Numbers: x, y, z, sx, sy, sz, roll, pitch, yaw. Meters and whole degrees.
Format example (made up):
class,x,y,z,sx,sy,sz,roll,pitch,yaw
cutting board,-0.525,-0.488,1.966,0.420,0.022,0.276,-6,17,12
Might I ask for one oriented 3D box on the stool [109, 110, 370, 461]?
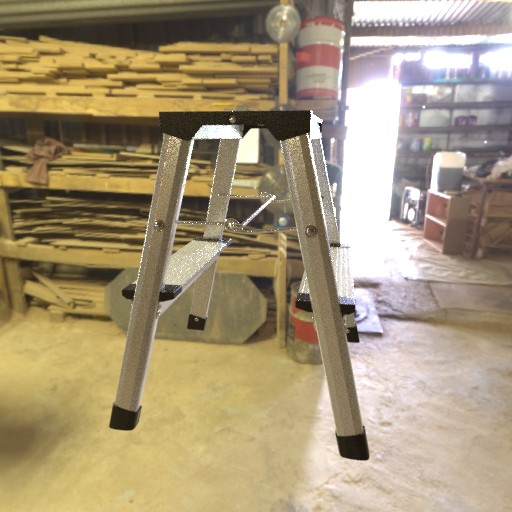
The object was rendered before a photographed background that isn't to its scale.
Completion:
class,x,y,z,sx,sy,sz,roll,pitch,yaw
stool,0.000,0.000,0.795,0.405,0.480,0.404,3,16,10
